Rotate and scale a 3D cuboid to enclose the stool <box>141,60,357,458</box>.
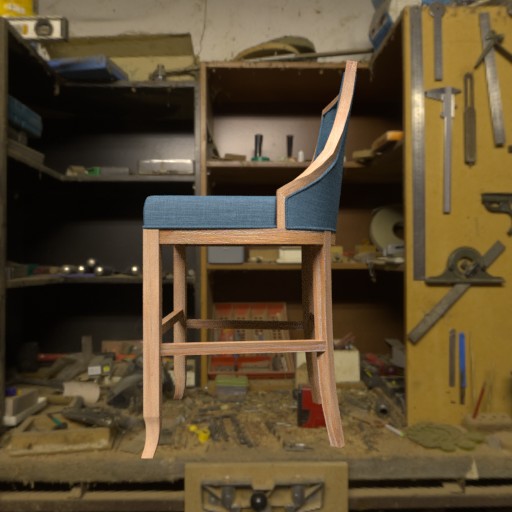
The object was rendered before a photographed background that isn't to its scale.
[{"bbox_3d":[0.000,0.000,1.461,0.626,1.101,0.524,0,0,0],"label":"stool"}]
